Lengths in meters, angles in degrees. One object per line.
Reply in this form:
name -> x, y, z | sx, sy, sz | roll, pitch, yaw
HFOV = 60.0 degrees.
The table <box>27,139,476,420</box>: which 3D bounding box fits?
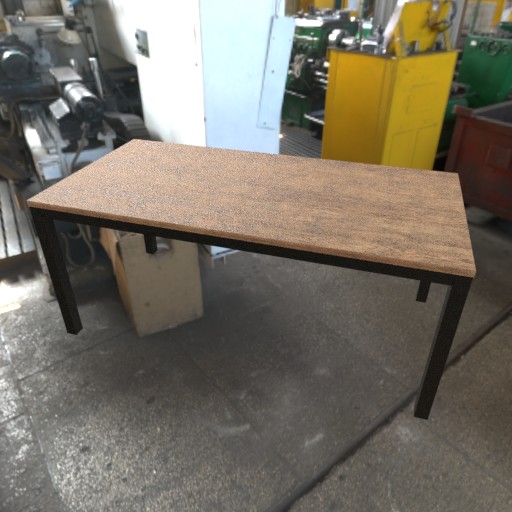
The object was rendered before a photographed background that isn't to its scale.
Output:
table -> 0.000, 0.000, 2.257 | 1.805, 0.767, 0.893 | 10, 34, 15
